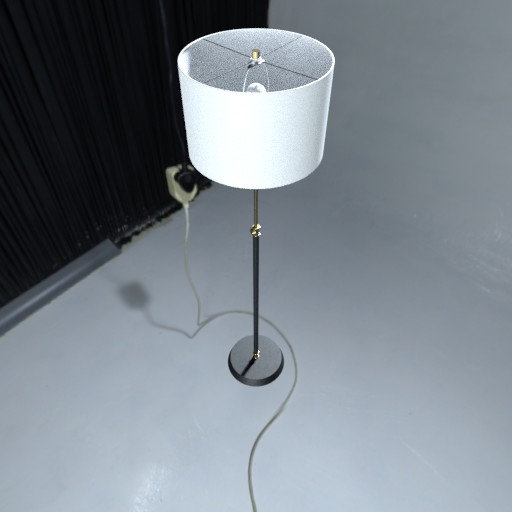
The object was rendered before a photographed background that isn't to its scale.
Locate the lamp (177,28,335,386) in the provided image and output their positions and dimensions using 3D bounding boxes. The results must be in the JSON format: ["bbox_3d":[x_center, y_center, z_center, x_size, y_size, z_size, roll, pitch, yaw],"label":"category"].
[{"bbox_3d":[0.000,0.000,1.682,0.404,1.517,0.404,32,54,27],"label":"lamp"}]
